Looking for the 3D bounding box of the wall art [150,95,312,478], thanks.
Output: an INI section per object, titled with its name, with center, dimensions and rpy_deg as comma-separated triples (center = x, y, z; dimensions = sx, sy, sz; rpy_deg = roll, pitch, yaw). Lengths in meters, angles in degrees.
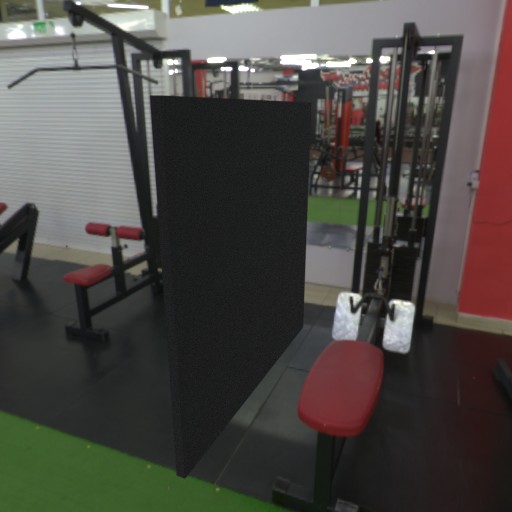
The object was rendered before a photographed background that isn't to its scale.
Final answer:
[wall art]
center = 0.000, 0.000, 0.690
dimensions = 0.013, 0.458, 0.456
rpy_deg = 8, 20, 24
